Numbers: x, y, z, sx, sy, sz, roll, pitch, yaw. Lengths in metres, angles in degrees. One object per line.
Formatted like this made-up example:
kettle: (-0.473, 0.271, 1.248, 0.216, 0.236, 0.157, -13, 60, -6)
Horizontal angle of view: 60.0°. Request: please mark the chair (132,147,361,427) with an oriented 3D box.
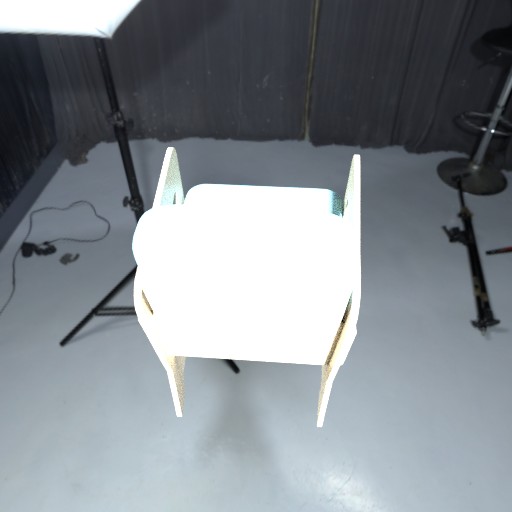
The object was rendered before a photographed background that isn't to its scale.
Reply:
chair: (0.000, 0.000, 1.283, 0.590, 0.800, 0.710, 3, 44, 3)
